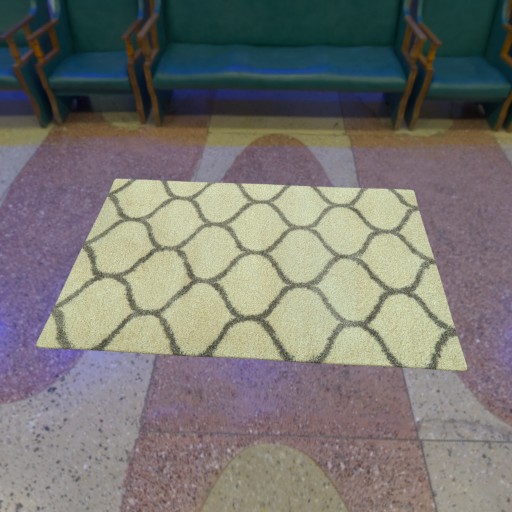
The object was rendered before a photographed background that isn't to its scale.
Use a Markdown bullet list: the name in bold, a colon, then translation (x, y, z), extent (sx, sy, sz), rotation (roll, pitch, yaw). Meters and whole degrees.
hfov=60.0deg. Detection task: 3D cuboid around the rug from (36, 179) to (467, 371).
- **rug**: translation (0.000, 0.000, 3.381), extent (2.701, 0.026, 1.801), rotation (3, 46, 3)
